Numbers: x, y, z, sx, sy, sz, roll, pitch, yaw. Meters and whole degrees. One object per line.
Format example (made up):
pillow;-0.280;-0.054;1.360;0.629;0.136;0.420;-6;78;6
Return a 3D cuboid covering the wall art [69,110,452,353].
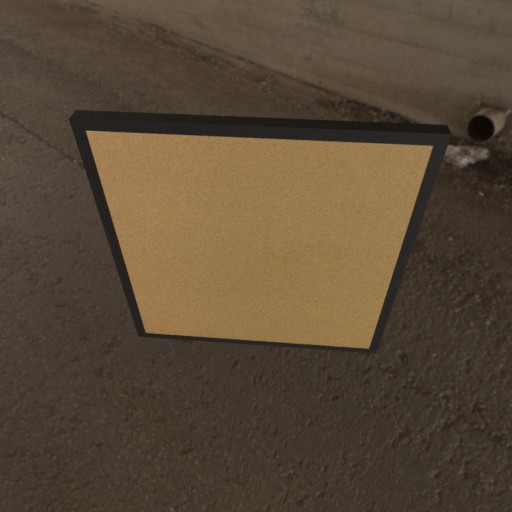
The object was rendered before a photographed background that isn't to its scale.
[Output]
wall art;0.000;0.000;1.158;0.762;0.760;0.037;3;45;3
